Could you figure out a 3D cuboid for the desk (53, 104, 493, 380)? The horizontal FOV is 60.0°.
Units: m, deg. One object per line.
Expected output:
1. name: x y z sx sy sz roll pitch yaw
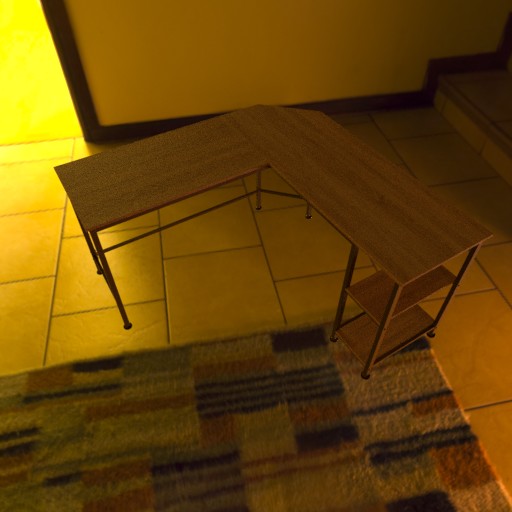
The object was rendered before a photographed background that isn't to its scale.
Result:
1. desk: 0.000 0.000 2.191 1.379 0.739 1.379 -24 52 -21
